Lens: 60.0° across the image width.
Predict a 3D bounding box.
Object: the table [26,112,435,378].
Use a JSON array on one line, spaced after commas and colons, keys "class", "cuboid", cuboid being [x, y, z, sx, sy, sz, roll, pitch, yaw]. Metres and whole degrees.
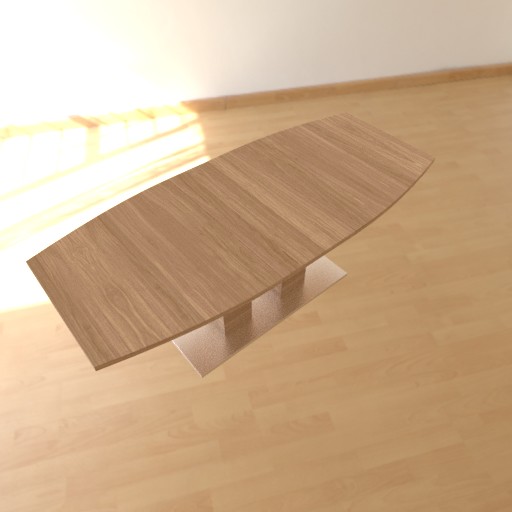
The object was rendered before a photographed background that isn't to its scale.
[{"class": "table", "cuboid": [0.000, 0.000, 2.453, 2.032, 0.750, 0.900, -31, 53, -26]}]
